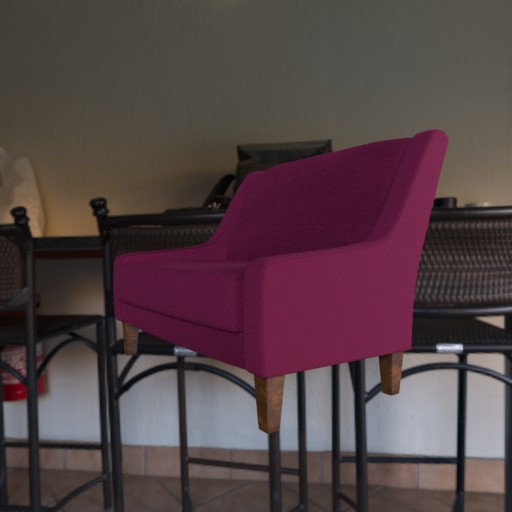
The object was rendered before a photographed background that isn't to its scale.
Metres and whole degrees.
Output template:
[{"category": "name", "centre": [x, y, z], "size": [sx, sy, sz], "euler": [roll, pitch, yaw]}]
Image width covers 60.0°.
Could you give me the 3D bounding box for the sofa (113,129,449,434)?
[{"category": "sofa", "centre": [0.000, 0.000, 1.924], "size": [0.946, 0.976, 1.242], "euler": [-1, 1, -36]}]
